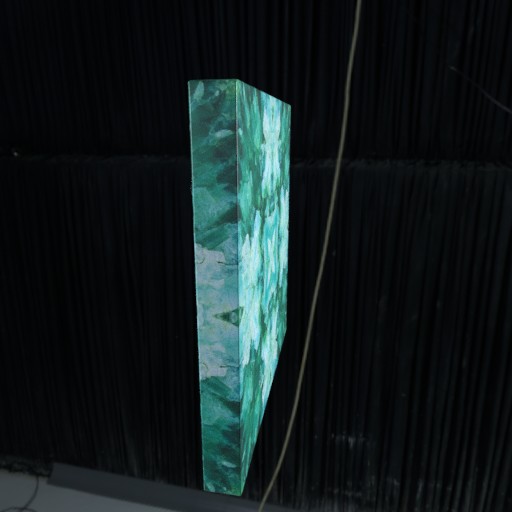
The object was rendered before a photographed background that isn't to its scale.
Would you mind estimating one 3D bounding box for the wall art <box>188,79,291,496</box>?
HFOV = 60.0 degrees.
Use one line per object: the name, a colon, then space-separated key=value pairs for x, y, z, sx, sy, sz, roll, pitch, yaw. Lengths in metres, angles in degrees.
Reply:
wall art: x=0.000 y=0.000 z=0.463 sx=0.033 sy=0.313 sz=0.313 roll=3 pitch=16 yaw=10
